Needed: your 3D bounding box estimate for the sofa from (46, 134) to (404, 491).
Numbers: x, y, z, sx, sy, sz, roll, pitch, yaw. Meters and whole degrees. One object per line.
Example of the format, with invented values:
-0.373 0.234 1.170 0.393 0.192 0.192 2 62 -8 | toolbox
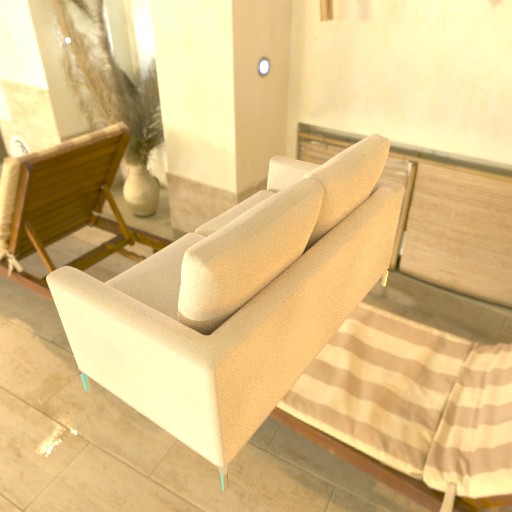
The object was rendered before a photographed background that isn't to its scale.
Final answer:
0.000 0.000 2.281 0.906 0.995 1.739 21 38 29 | sofa
